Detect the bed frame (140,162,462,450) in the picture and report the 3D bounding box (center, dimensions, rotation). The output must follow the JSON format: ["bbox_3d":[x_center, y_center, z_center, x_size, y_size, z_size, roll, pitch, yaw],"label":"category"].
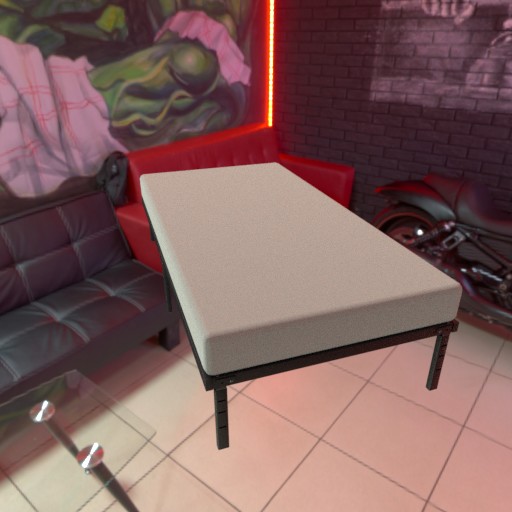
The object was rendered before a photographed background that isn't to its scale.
[{"bbox_3d":[0.000,0.000,3.310,1.393,0.680,2.635,-9,28,-17],"label":"bed frame"}]
